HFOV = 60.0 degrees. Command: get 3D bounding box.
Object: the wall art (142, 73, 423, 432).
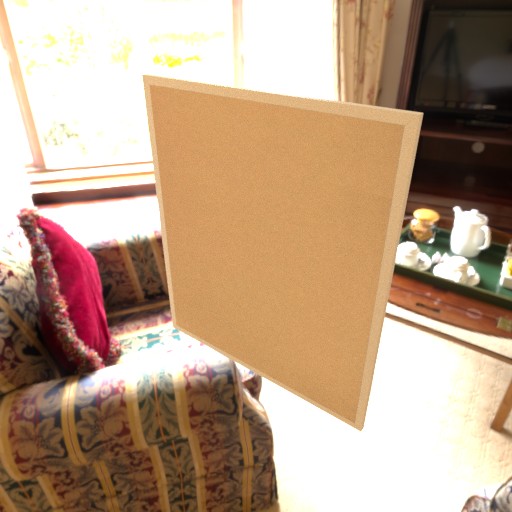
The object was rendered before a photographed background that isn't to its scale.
[{"bbox_3d":[0.000,0.000,0.781,0.482,0.557,0.012,21,37,31],"label":"wall art"}]
